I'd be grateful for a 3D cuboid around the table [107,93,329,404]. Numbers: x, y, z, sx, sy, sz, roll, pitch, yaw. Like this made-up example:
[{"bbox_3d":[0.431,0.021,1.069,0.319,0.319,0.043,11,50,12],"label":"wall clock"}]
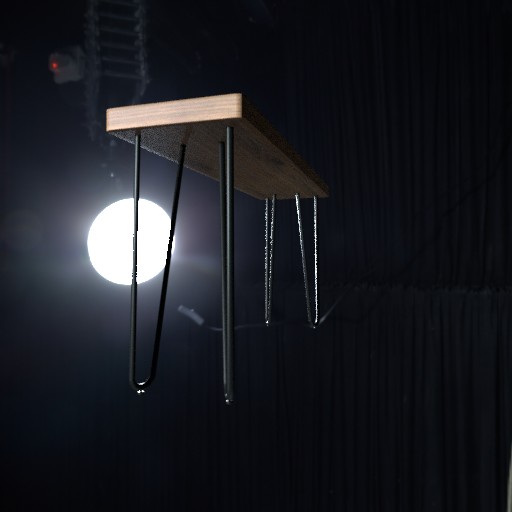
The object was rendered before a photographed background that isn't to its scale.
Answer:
[{"bbox_3d":[0.000,0.000,1.951,0.425,0.834,1.570,0,0,17],"label":"table"}]
